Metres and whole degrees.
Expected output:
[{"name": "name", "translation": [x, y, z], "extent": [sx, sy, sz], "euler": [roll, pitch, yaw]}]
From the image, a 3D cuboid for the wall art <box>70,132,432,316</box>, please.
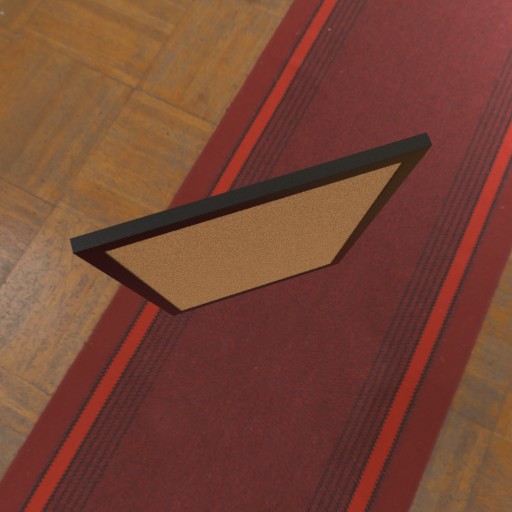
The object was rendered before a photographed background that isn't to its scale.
[{"name": "wall art", "translation": [0.000, 0.000, 0.567], "extent": [0.304, 0.432, 0.013], "euler": [-17, 76, -4]}]
